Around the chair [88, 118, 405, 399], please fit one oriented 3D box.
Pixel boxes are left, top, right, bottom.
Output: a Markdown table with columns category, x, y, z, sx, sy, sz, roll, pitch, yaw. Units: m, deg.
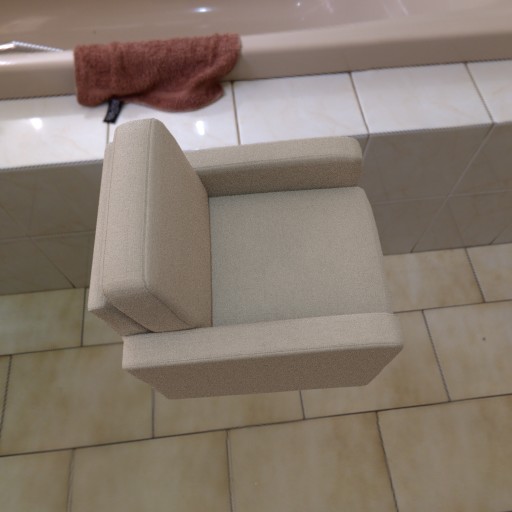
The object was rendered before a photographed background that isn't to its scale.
| category | x | y | z | sx | sy | sz | roll | pitch | yaw |
| --- | --- | --- | --- | --- | --- | --- | --- | --- | --- |
| chair | 0.000 | 0.000 | 1.493 | 0.888 | 0.827 | 0.755 | -4 | 63 | -2 |
